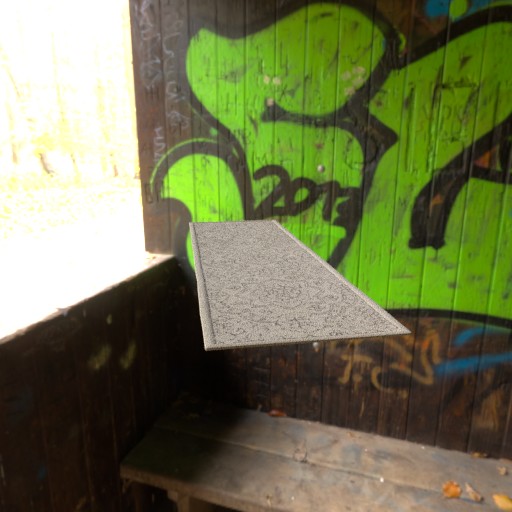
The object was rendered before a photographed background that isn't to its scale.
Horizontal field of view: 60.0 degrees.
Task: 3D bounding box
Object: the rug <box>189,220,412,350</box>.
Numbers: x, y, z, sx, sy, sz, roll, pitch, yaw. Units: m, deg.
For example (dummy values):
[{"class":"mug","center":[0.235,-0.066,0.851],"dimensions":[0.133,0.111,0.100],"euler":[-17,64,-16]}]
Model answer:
[{"class":"rug","center":[0.000,0.000,2.744],"dimensions":[0.769,0.012,2.448],"euler":[-2,15,-9]}]
